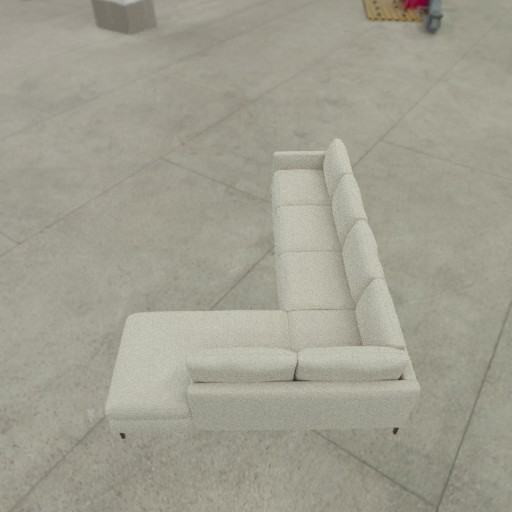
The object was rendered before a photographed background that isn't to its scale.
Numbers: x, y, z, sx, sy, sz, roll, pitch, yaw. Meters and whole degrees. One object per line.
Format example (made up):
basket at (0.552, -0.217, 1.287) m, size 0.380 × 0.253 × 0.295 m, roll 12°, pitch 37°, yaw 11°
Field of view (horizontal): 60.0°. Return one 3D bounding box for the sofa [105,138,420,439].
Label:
sofa at (0.000, 0.000, 3.900) m, size 2.007 × 0.815 × 2.949 m, roll 0°, pitch 43°, yaw 0°
